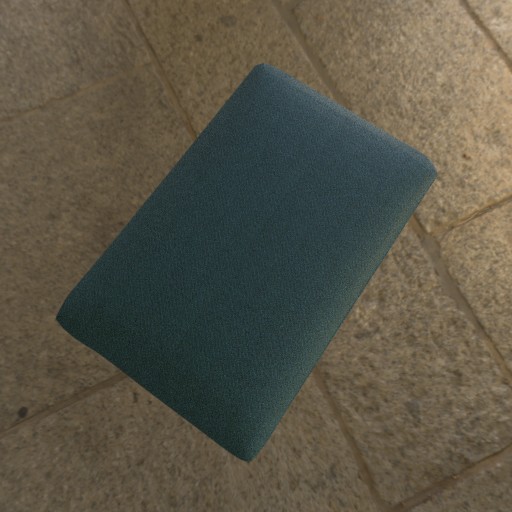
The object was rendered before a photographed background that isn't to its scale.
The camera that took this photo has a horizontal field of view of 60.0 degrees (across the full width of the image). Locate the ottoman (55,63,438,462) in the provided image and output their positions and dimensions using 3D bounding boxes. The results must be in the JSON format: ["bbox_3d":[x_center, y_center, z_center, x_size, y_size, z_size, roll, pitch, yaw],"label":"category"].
[{"bbox_3d":[0.000,0.000,1.213,0.563,0.498,0.856,34,77,9],"label":"ottoman"}]
